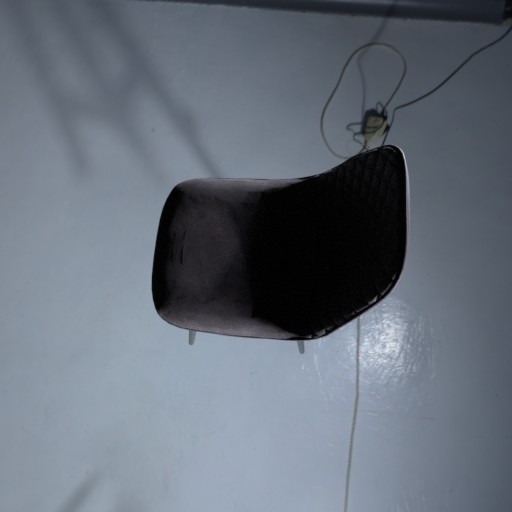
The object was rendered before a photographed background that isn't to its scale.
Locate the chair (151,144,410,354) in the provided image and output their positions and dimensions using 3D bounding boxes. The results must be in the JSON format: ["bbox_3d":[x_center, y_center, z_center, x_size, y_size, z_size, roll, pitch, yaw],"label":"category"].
[{"bbox_3d":[0.000,0.000,1.230,0.561,0.889,0.472,4,75,1],"label":"chair"}]
